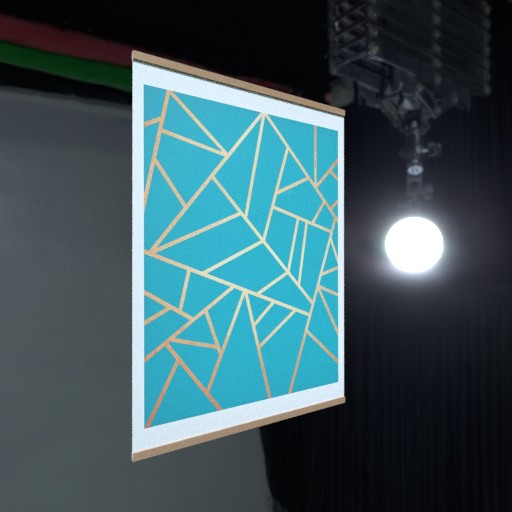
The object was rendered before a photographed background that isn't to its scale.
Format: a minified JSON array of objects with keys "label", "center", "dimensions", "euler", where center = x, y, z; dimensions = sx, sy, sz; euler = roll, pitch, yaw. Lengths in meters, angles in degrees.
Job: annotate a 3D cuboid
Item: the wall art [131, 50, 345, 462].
[{"label":"wall art","center":[0.000,0.000,1.323],"dimensions":[0.758,1.016,0.013],"euler":[0,0,-36]}]
